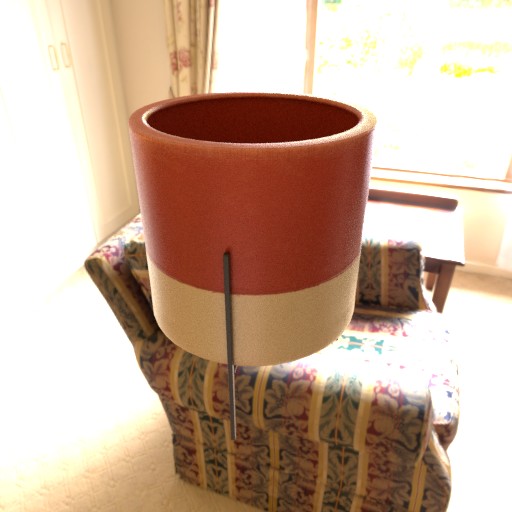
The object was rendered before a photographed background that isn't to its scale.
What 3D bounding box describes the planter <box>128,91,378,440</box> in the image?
[{"bbox_3d":[0.000,0.000,0.738,0.354,0.465,0.345,-10,32,-17],"label":"planter"}]
